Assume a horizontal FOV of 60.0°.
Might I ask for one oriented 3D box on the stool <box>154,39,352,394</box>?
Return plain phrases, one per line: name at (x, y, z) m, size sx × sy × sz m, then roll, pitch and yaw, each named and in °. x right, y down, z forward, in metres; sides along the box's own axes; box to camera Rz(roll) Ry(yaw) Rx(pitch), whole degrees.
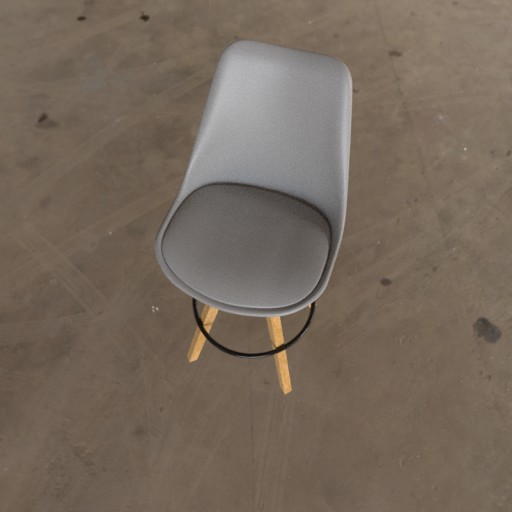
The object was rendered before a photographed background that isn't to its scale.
stool at (0.000, 0.000, 1.408) m, size 0.485 × 1.115 × 0.550 m, roll 16°, pitch 59°, yaw 10°
